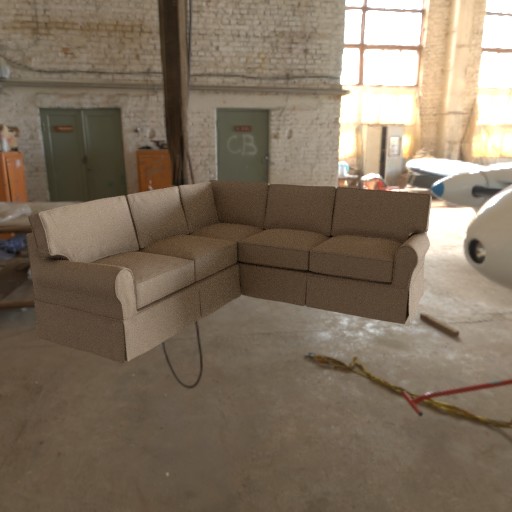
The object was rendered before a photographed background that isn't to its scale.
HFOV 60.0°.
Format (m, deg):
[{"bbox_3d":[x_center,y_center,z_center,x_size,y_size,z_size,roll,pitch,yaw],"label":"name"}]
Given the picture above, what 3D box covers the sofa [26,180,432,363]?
[{"bbox_3d":[0.000,0.000,4.079,2.733,1.124,2.730,7,16,26],"label":"sofa"}]
